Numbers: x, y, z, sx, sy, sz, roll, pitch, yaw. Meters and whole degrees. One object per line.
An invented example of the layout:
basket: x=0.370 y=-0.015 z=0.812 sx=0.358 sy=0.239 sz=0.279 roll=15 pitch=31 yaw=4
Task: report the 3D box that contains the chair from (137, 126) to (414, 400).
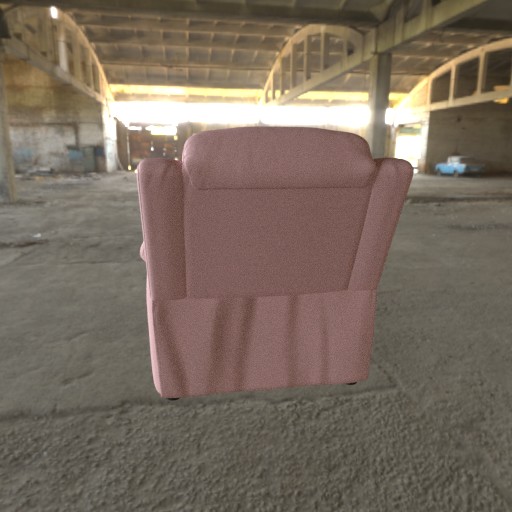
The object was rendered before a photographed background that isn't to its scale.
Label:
chair: x=0.000 y=0.000 z=1.305 sx=0.680 sy=0.702 sz=0.709 roll=-2 pitch=13 yaw=-9
